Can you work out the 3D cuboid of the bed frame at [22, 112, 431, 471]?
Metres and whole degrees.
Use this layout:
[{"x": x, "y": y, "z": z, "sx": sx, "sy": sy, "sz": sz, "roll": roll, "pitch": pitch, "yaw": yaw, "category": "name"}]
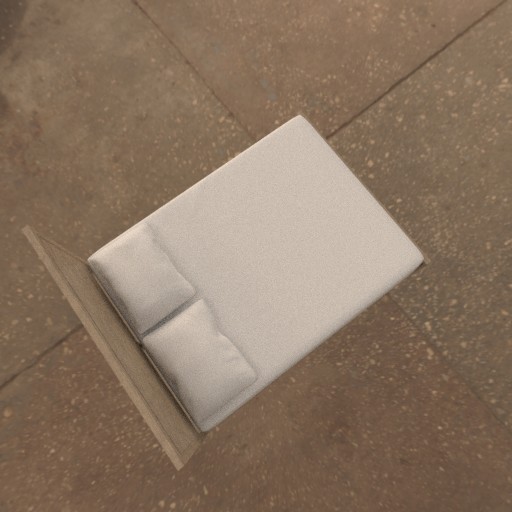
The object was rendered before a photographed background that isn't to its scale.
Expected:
[{"x": 0.000, "y": 0.000, "z": 3.231, "sx": 2.189, "sy": 1.369, "sz": 1.606, "roll": -36, "pitch": 79, "yaw": -8, "category": "bed frame"}]
